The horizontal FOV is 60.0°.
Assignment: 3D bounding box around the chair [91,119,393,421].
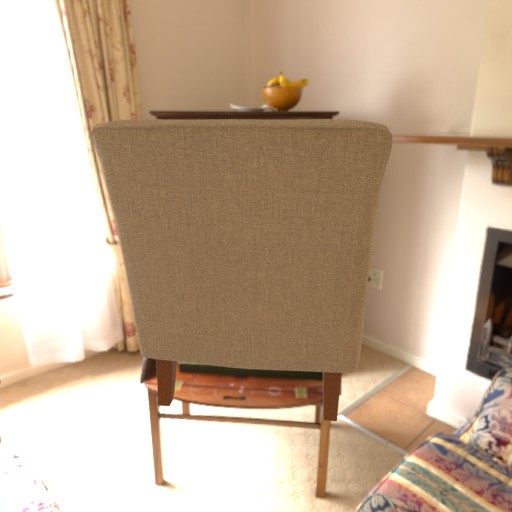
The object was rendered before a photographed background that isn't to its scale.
[{"bbox_3d":[0.000,0.000,1.784,0.887,1.047,0.993,2,17,8],"label":"chair"}]
